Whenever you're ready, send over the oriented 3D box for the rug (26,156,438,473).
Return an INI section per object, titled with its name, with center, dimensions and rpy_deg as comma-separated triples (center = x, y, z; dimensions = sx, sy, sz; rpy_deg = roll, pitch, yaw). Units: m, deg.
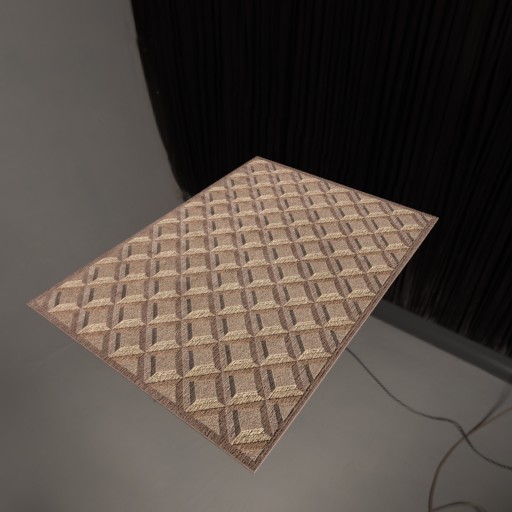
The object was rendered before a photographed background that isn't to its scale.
[rug]
center = 0.000, 0.000, 4.201
dimensions = 2.382, 0.018, 3.294
rpy_deg = 25, 46, 27
